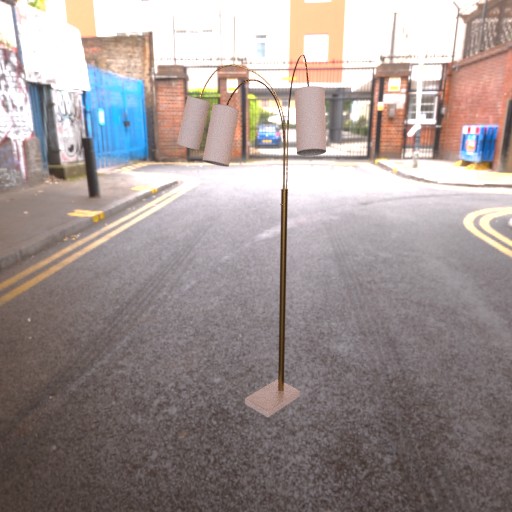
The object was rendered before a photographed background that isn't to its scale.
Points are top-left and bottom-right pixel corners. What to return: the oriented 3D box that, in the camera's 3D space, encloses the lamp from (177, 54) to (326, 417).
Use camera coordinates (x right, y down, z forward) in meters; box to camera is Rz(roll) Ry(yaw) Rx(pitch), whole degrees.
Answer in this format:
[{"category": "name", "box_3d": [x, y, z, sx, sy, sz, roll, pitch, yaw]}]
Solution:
[{"category": "lamp", "box_3d": [0.000, 0.000, 2.501, 1.020, 2.055, 0.667, 15, 22, 42]}]
